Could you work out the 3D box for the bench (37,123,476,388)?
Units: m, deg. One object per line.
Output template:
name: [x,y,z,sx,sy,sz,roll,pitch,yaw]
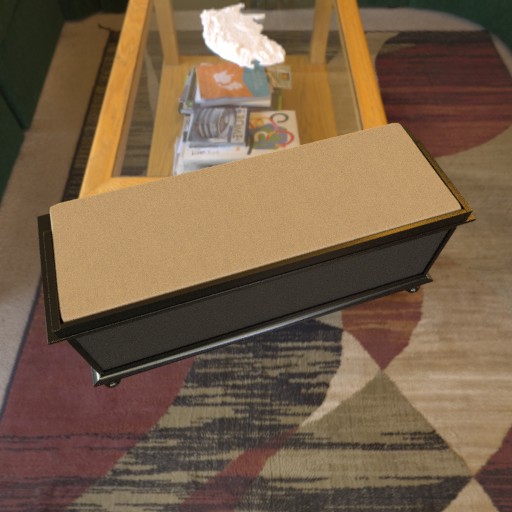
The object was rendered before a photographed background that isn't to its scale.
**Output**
bench: [0.000,0.000,1.431,1.185,0.501,0.402,-16,59,-10]
